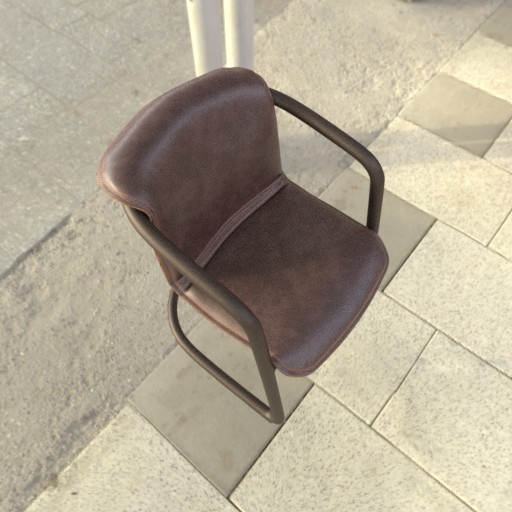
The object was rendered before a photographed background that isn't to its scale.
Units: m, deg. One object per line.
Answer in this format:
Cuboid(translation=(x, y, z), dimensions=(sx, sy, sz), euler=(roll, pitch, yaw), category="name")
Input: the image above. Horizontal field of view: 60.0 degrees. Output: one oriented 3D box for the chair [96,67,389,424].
Cuboid(translation=(0.000, 0.000, 1.248), dimensions=(0.664, 0.836, 0.536), euler=(33, 64, 19), category="chair")
